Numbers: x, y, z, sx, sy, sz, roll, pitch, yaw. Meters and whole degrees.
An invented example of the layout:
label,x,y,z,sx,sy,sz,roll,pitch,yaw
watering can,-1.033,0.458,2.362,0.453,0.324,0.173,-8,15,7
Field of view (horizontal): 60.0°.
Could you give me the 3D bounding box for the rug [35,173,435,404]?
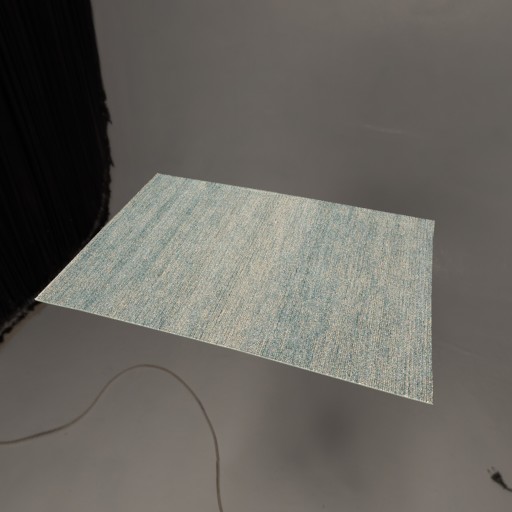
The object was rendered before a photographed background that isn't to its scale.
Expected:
label,x,y,z,sx,sy,sz,roll,pitch,yaw
rug,0.000,0.000,5.269,4.078,0.052,2.802,12,42,14
